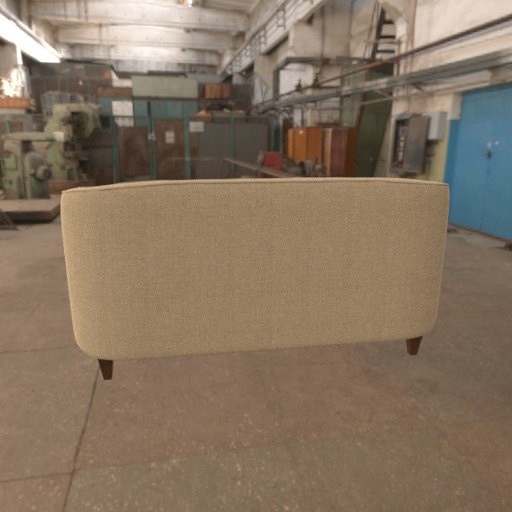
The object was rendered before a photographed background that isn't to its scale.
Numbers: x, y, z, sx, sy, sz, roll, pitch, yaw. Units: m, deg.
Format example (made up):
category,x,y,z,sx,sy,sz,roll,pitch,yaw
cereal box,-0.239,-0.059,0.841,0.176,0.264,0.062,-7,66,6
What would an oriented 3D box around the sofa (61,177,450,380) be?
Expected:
category,x,y,z,sx,sy,sz,roll,pitch,yaw
sofa,0.000,0.000,2.265,1.733,0.855,0.941,-2,15,-9
